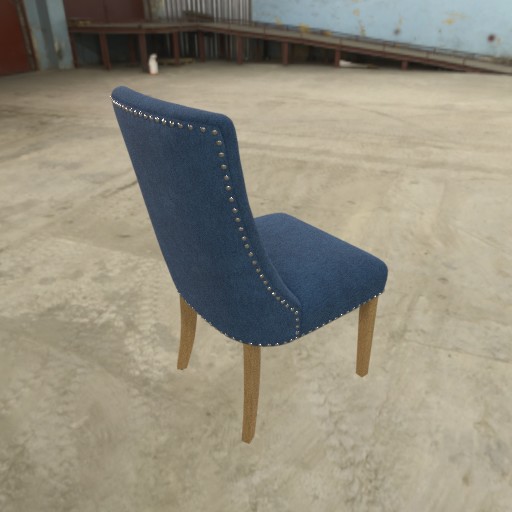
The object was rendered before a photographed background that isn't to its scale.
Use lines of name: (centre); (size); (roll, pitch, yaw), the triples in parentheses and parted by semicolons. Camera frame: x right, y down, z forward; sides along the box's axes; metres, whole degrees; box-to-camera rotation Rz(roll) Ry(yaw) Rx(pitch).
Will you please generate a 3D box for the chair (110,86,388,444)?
chair: (0.000, 0.000, 1.251); (0.610, 0.902, 0.495); (-20, 34, -32)
